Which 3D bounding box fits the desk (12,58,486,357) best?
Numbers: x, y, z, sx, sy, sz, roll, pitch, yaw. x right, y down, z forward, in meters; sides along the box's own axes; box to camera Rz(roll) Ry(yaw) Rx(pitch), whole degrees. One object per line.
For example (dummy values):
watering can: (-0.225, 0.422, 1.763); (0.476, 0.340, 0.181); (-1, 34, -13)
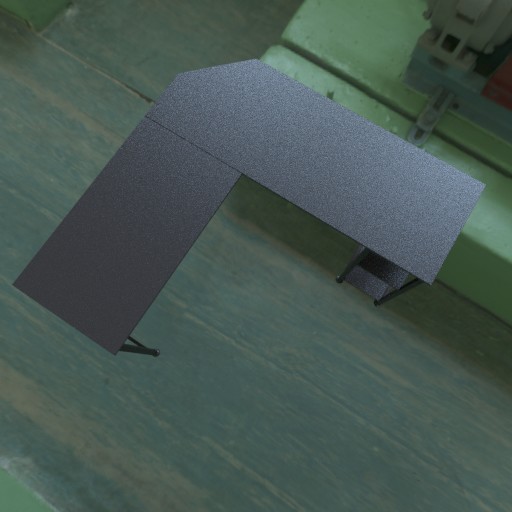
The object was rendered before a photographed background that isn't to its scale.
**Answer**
desk: (0.000, 0.000, 2.139); (1.379, 0.739, 1.379); (32, 78, 8)
